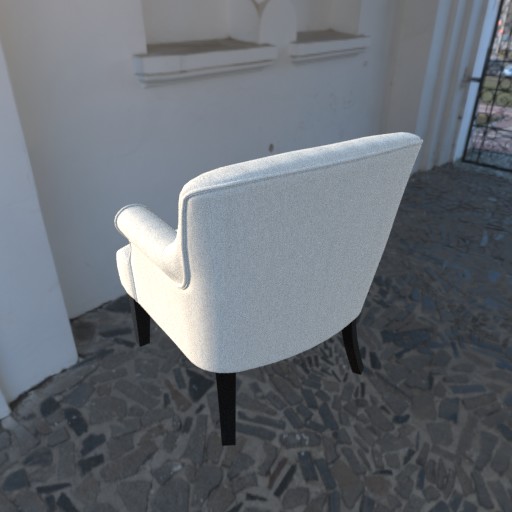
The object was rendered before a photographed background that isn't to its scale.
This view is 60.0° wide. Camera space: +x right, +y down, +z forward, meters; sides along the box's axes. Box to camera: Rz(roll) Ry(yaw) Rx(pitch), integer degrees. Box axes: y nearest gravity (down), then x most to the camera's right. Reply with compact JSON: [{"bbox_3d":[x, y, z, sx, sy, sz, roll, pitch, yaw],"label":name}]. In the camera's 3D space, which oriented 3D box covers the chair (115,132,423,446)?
[{"bbox_3d":[0.000,0.000,1.449,0.781,0.875,0.750,-18,34,-29],"label":"chair"}]
